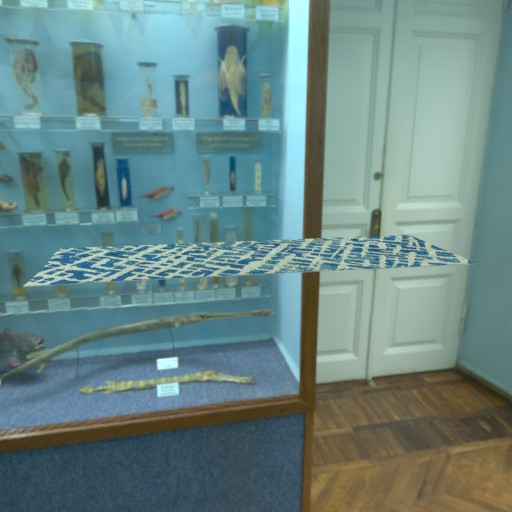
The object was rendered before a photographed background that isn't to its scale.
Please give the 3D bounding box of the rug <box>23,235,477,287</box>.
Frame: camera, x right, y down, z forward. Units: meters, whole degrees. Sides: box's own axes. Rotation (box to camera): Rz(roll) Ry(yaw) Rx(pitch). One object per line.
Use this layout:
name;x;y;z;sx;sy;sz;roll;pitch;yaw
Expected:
rug;0.000;0.000;2.709;2.446;0.011;0.768;-3;15;-9
